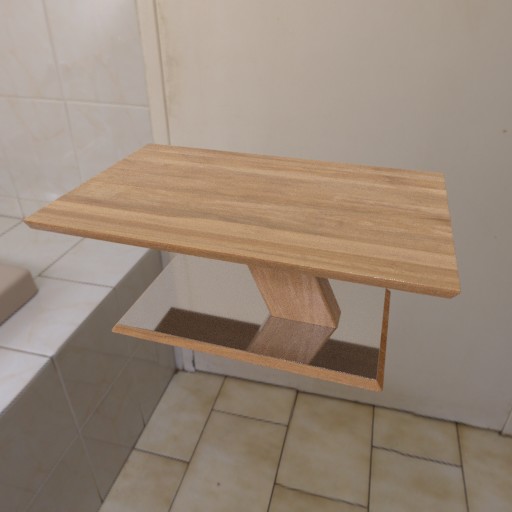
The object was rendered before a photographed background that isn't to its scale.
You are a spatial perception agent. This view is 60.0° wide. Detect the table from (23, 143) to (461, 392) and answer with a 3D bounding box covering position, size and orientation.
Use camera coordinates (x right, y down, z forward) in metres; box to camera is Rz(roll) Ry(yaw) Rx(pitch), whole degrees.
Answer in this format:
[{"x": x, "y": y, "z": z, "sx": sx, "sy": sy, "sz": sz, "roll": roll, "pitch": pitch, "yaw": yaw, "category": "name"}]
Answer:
[{"x": 0.000, "y": 0.000, "z": 1.452, "sx": 1.100, "sy": 0.441, "sz": 0.692, "roll": 9, "pitch": 33, "yaw": 14, "category": "table"}]
